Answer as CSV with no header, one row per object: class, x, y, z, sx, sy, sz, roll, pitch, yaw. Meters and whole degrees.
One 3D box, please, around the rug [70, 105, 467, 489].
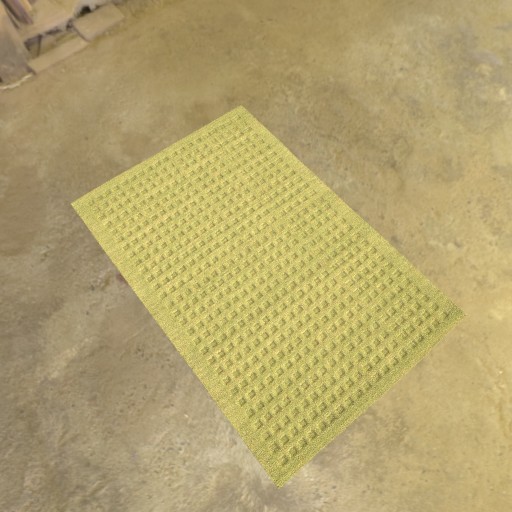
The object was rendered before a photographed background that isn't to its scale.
rug,0.000,0.000,2.937,1.529,0.007,2.297,-35,68,-17
